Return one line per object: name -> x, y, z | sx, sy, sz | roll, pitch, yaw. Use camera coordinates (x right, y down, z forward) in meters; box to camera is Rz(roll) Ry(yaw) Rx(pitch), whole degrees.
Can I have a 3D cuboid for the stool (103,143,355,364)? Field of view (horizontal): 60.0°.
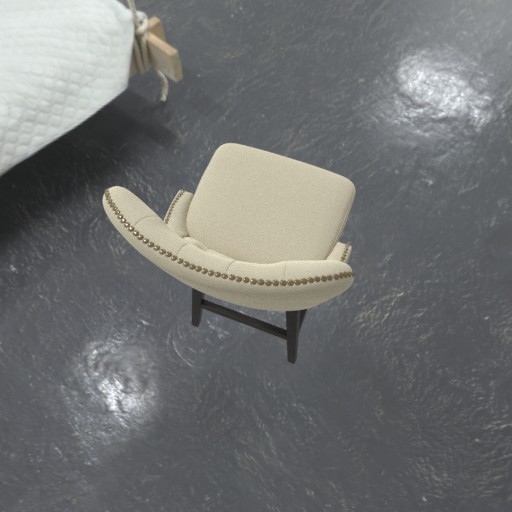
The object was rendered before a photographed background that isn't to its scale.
stool -> 0.000, 0.000, 1.327 | 0.528, 0.971, 0.593 | 19, 65, 9
